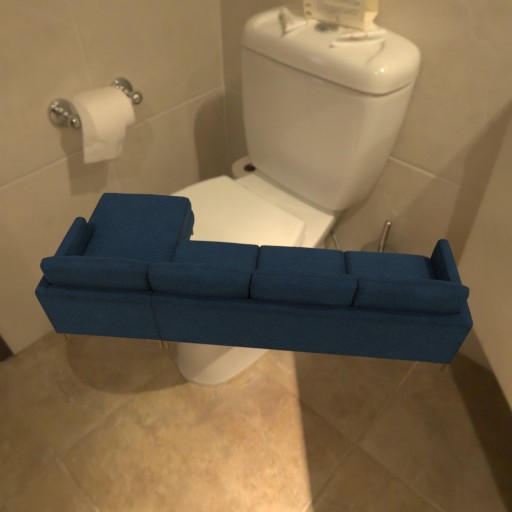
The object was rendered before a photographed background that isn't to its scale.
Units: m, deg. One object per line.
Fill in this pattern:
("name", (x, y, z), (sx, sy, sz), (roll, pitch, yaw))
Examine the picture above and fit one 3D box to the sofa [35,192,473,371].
("sofa", (0.000, 0.000, 3.475), (2.932, 0.810, 1.350), (4, 46, 4))
